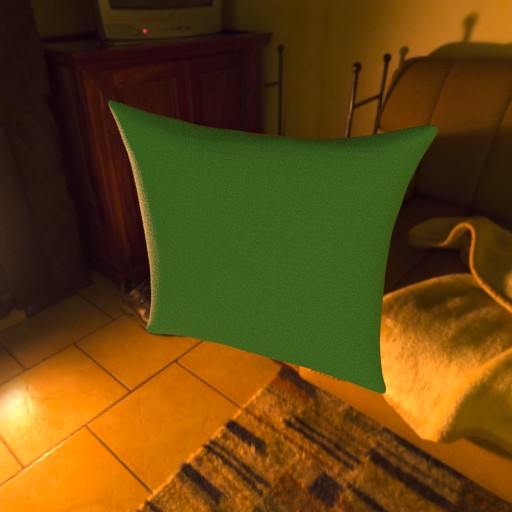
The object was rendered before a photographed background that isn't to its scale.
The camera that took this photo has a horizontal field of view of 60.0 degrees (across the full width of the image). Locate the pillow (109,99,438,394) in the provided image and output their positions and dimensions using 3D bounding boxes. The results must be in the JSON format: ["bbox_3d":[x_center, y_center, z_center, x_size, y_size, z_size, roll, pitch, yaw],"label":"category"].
[{"bbox_3d":[0.000,0.000,0.773,0.514,0.497,0.150,11,33,17],"label":"pillow"}]
